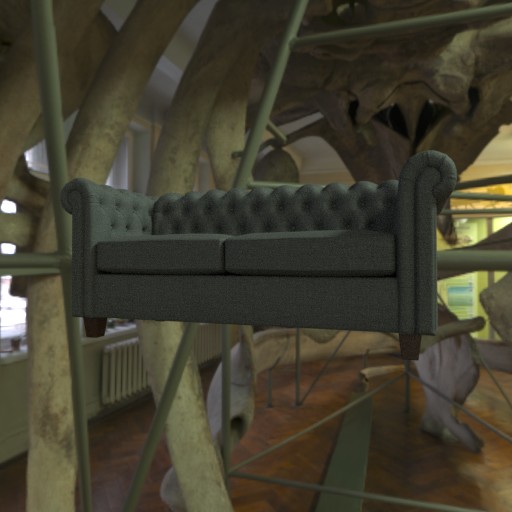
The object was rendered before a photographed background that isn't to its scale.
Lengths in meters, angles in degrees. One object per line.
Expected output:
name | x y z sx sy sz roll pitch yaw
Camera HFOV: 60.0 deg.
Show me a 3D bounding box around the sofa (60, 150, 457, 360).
sofa | 0.000 0.000 2.236 1.798 0.797 0.783 0 -1 19
